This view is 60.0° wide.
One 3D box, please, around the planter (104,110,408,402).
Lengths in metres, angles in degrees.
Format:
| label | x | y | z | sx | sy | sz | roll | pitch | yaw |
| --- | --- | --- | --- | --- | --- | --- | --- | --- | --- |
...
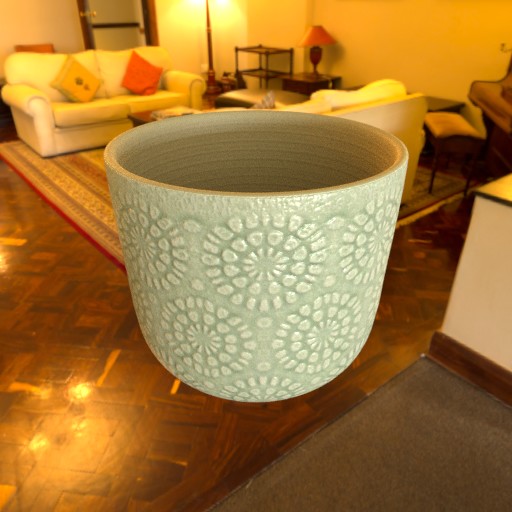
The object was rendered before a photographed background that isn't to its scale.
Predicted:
| label | x | y | z | sx | sy | sz | roll | pitch | yaw |
| --- | --- | --- | --- | --- | --- | --- | --- | --- | --- |
| planter | 0.000 | 0.000 | 0.293 | 0.169 | 0.153 | 0.169 | 0 | 30 | 0 |
